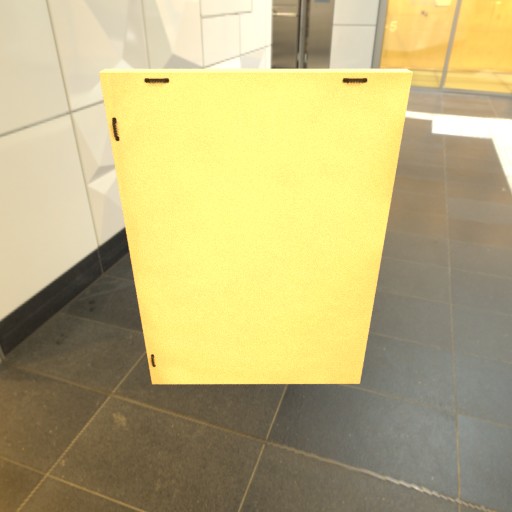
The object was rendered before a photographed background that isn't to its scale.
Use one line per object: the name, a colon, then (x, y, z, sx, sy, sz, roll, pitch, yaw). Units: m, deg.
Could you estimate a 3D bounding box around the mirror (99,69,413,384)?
mirror: (0.000, 0.000, 0.911, 0.507, 0.710, 0.040, 0, 31, 0)
